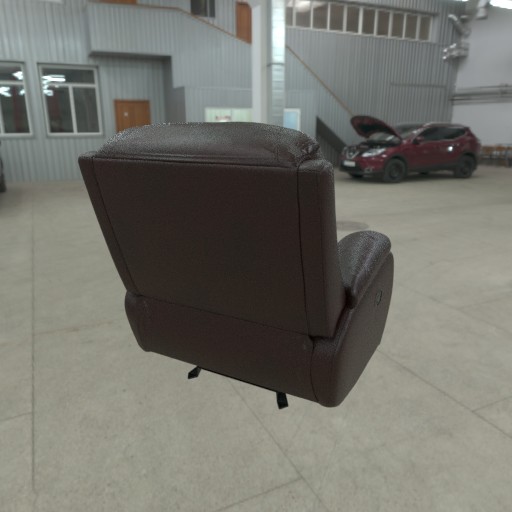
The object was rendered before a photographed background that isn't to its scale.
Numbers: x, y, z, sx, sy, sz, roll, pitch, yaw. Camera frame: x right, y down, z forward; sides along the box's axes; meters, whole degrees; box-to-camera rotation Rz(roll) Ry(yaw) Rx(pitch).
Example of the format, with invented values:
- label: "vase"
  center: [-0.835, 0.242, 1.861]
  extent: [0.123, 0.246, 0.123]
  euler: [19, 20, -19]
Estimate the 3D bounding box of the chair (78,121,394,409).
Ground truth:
- label: "chair"
  center: [0.000, 0.000, 1.746]
  extent: [0.930, 1.011, 0.899]
  euler: [9, 19, 28]
